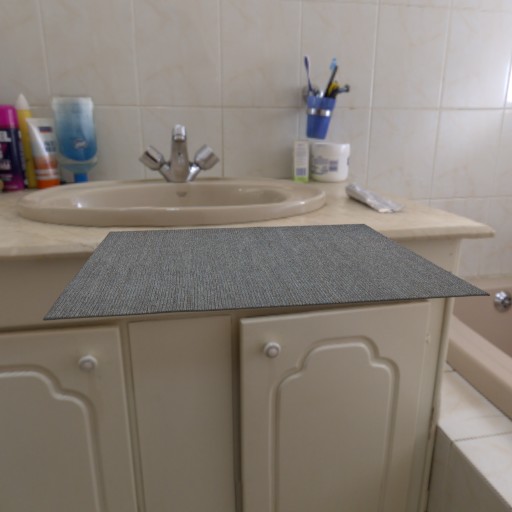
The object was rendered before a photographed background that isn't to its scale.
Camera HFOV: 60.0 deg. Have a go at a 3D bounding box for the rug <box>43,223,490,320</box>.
[{"bbox_3d":[0.000,0.000,4.143,3.068,0.021,2.456,-2,16,-8],"label":"rug"}]
